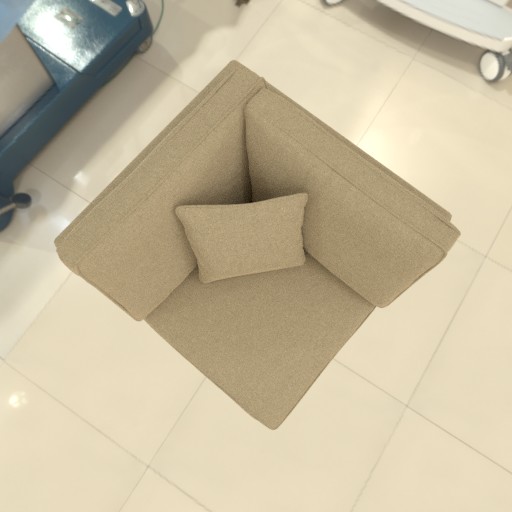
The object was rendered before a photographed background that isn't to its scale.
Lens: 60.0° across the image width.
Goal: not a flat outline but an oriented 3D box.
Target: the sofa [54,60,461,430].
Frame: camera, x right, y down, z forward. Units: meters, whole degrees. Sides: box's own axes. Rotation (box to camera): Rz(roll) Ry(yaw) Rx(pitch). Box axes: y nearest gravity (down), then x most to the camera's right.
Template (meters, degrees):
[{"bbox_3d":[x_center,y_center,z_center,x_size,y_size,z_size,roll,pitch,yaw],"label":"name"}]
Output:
[{"bbox_3d":[0.000,0.000,1.963,1.146,1.002,1.084,39,78,10],"label":"sofa"}]
